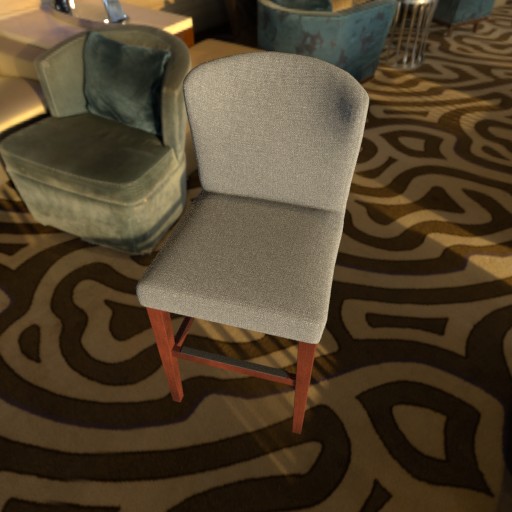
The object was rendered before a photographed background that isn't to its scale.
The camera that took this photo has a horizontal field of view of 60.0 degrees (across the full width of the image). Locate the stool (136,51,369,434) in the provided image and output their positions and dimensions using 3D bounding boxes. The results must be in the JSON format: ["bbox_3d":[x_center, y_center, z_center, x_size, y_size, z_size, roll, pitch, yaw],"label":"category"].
[{"bbox_3d":[0.000,0.000,1.294,0.479,0.968,0.568,11,44,11],"label":"stool"}]
